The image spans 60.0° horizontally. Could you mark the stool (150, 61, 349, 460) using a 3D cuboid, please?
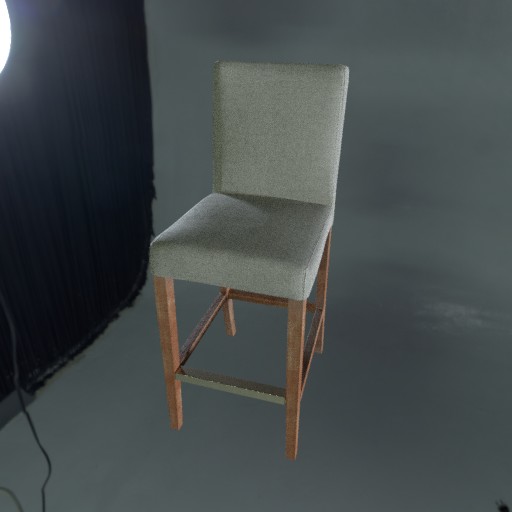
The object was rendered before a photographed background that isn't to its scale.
[{"bbox_3d":[0.000,0.000,1.397,0.439,1.088,0.570,8,29,15],"label":"stool"}]
